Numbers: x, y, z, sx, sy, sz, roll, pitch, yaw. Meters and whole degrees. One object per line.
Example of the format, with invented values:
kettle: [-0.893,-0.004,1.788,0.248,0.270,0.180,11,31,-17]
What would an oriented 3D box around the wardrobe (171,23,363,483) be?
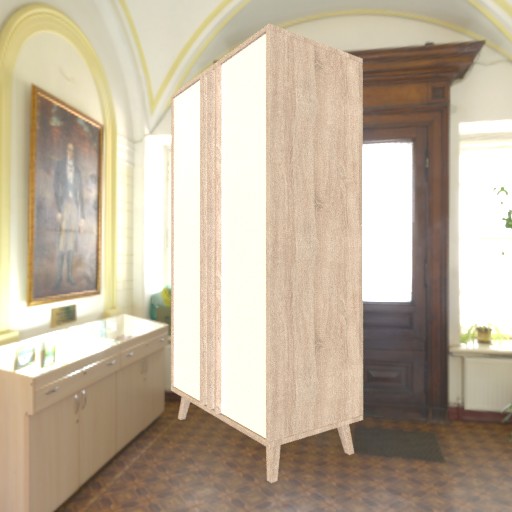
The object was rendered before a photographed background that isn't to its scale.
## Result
wardrobe: [0.000,0.000,2.438,0.600,1.960,1.000,0,0,-35]
